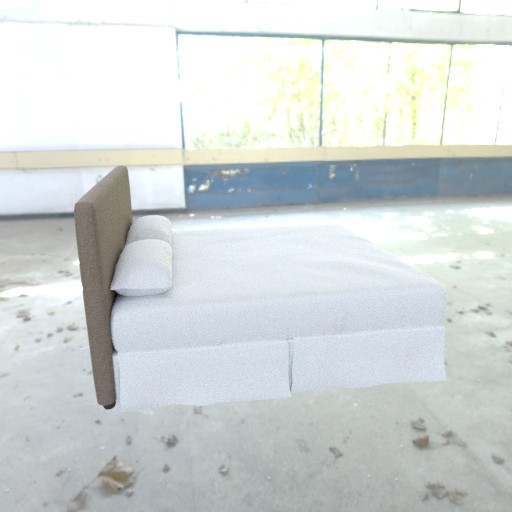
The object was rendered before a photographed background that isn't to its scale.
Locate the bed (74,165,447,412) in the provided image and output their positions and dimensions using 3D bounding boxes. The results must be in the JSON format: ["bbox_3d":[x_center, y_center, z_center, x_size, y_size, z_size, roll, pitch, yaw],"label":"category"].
[{"bbox_3d":[0.000,0.000,3.620,2.341,1.317,2.119,-3,17,-10],"label":"bed"}]
